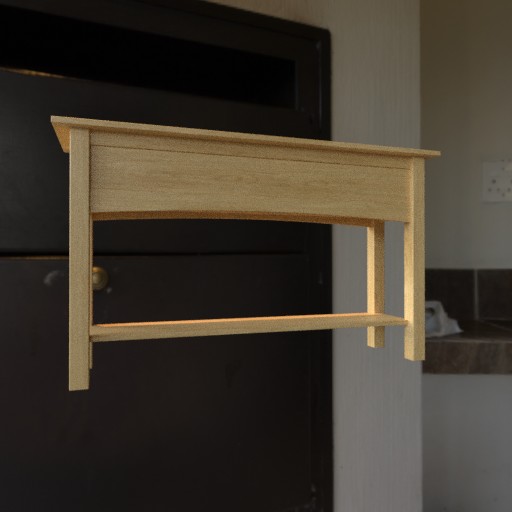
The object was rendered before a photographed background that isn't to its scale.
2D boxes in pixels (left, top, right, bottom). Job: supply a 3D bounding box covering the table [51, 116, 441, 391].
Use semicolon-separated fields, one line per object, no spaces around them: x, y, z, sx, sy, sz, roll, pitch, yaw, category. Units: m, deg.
0.000;0.000;1.513;1.240;0.730;0.350;0;0;-18;table
